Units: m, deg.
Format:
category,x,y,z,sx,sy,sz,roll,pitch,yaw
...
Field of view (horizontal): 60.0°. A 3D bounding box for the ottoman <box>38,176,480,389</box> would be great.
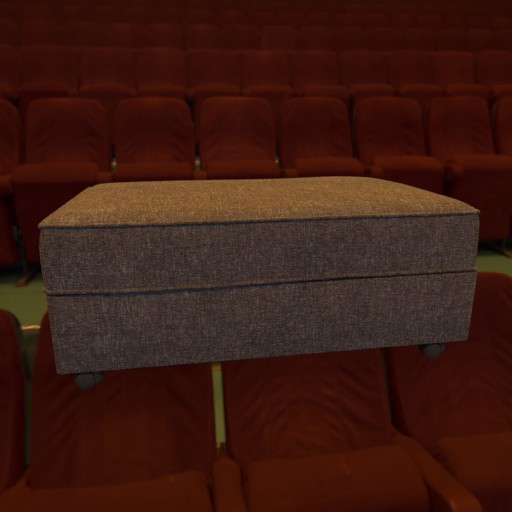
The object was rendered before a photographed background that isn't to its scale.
category,x,y,z,sx,sy,sz,roll,pitch,yaw
ottoman,0.000,0.000,1.491,1.184,0.487,0.717,-3,17,-9
